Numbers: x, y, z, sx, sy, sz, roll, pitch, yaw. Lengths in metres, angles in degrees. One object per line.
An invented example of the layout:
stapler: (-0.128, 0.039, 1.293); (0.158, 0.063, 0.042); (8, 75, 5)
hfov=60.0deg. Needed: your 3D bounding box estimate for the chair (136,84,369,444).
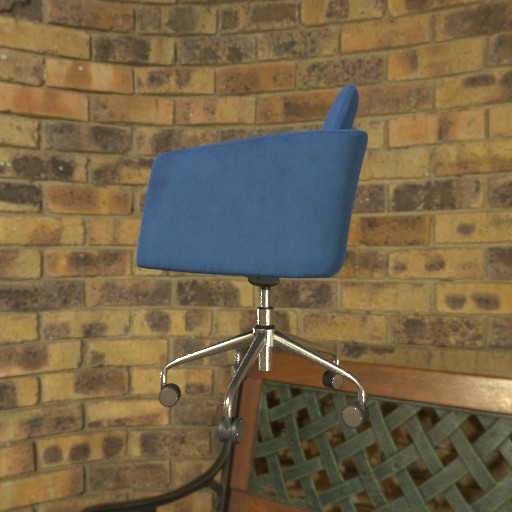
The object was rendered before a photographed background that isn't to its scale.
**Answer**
chair: (0.000, 0.000, 1.355); (0.635, 0.908, 0.641); (0, -1, 0)
